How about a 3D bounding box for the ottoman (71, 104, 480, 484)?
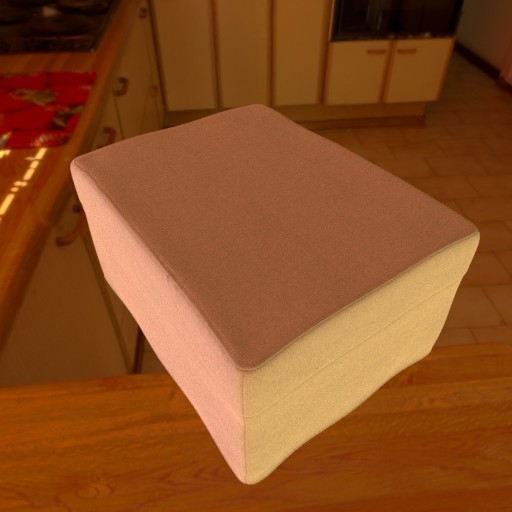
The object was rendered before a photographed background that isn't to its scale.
[{"bbox_3d":[0.000,0.000,1.201,0.648,0.461,0.833,-26,48,-26],"label":"ottoman"}]
